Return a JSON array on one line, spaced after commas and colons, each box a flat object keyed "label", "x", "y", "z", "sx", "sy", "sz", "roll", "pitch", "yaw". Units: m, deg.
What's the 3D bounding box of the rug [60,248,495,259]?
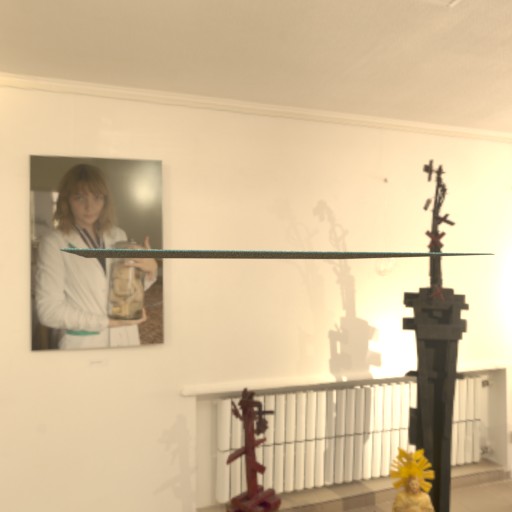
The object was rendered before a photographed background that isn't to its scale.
[{"label": "rug", "x": 0.000, "y": 0.000, "z": 3.962, "sx": 2.980, "sy": 0.012, "sz": 2.363, "roll": 0, "pitch": -1, "yaw": -18}]
